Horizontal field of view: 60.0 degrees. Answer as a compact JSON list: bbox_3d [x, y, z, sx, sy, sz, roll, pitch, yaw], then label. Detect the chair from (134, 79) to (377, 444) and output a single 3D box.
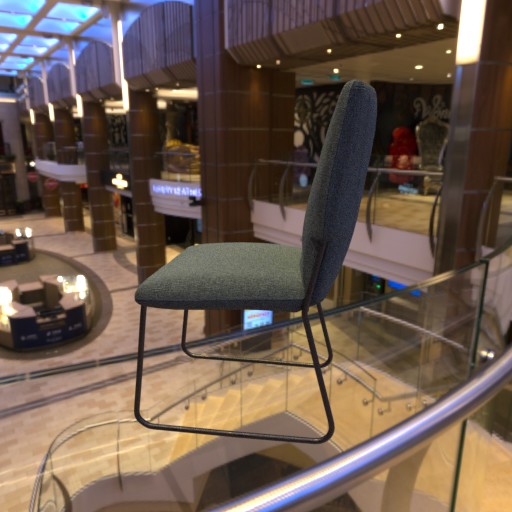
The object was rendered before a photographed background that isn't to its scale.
[{"bbox_3d":[0.000,0.000,1.312,0.635,0.931,0.480,2,15,9],"label":"chair"}]
